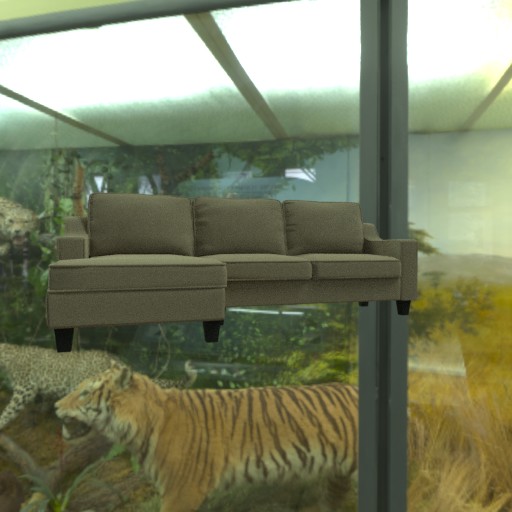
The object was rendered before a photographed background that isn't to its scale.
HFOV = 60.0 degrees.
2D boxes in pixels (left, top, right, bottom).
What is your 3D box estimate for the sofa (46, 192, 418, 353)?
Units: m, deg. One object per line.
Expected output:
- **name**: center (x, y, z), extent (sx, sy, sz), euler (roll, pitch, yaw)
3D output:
- **sofa**: center (0.000, 0.000, 3.126), extent (2.561, 0.928, 1.294), euler (0, 1, -19)
